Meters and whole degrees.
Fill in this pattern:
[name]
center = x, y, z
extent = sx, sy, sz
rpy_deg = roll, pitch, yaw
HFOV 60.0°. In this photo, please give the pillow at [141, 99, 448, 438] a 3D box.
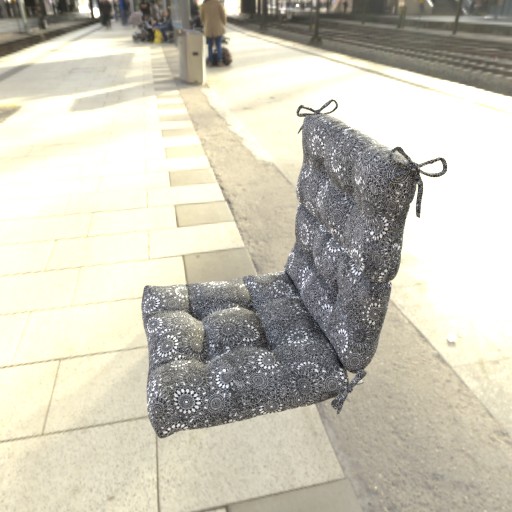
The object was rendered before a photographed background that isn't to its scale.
[pillow]
center = 0.000, 0.000, 1.040
extent = 0.571, 0.605, 0.519
rpy_deg = -7, 31, -13
